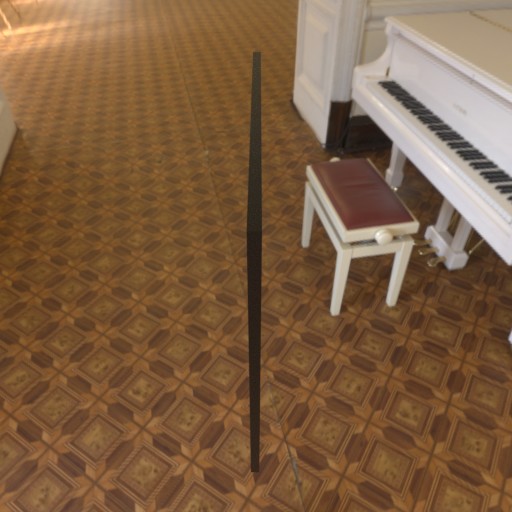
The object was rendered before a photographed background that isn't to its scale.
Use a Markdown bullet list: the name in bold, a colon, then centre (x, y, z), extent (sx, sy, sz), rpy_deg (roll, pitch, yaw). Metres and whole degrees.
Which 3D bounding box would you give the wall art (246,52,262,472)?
- **wall art**: centre (0.000, 0.000, 1.203), extent (0.022, 0.807, 0.807), rpy_deg (0, 41, 0)
